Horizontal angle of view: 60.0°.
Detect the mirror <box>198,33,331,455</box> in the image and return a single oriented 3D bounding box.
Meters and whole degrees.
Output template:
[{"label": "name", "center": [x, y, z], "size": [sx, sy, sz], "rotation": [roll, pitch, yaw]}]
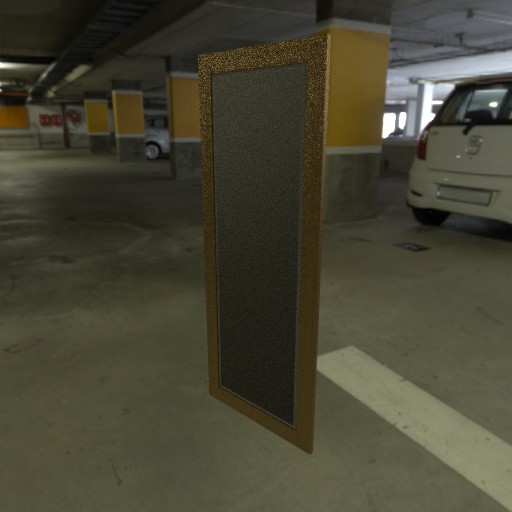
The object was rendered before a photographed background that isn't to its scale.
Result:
[{"label": "mirror", "center": [0.000, 0.000, 2.344], "size": [0.812, 2.031, 0.025], "rotation": [15, 22, 41]}]
